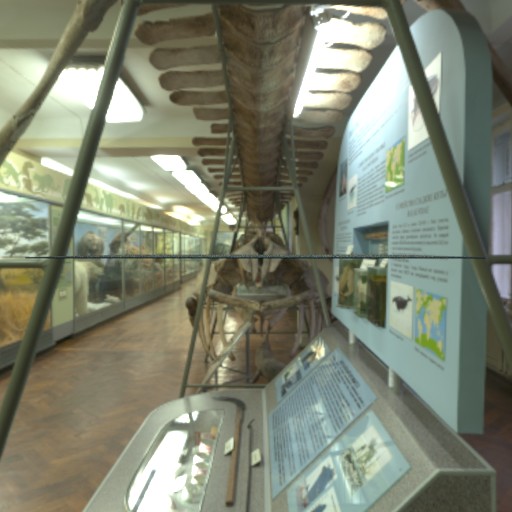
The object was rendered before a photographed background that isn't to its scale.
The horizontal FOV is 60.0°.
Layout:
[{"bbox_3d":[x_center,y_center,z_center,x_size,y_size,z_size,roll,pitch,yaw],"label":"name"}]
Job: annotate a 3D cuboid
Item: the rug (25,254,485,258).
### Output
[{"bbox_3d":[0.000,0.000,4.136,3.048,0.010,2.438,0,1,1],"label":"rug"}]
